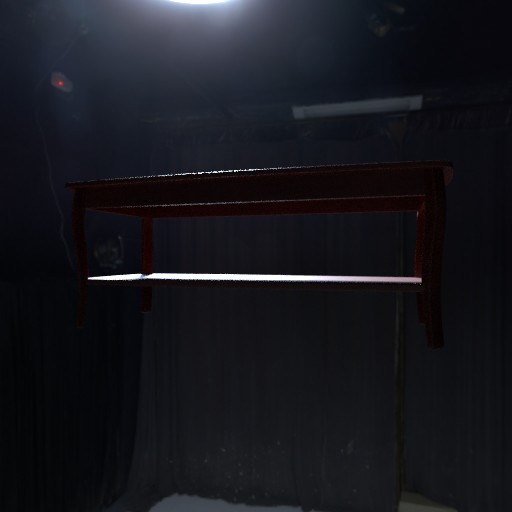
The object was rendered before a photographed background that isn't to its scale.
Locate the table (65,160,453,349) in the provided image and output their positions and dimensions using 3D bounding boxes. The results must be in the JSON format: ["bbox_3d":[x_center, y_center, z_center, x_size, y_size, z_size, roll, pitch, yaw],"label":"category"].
[{"bbox_3d":[0.000,0.000,1.506,1.216,0.473,0.561,0,0,18],"label":"table"}]
